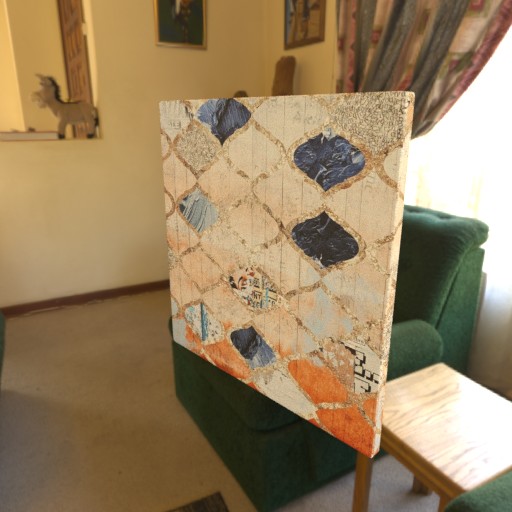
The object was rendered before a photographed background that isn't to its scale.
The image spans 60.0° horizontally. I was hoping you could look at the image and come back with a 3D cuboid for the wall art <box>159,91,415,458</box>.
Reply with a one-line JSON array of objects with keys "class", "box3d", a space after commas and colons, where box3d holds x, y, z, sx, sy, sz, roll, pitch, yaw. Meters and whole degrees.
[{"class": "wall art", "box3d": [0.000, 0.000, 1.356, 0.039, 0.914, 0.912, -16, 24, -42]}]
